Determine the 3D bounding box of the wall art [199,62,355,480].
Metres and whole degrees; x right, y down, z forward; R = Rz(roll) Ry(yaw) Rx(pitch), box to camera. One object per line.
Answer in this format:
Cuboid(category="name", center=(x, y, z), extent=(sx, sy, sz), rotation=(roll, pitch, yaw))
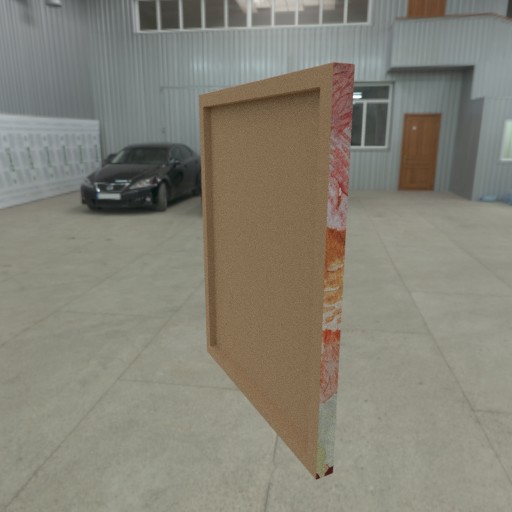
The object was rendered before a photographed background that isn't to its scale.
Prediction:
Cuboid(category="wall art", center=(0.000, 0.000, 0.696), extent=(0.028, 0.508, 0.406), rotation=(-7, 17, -26))
